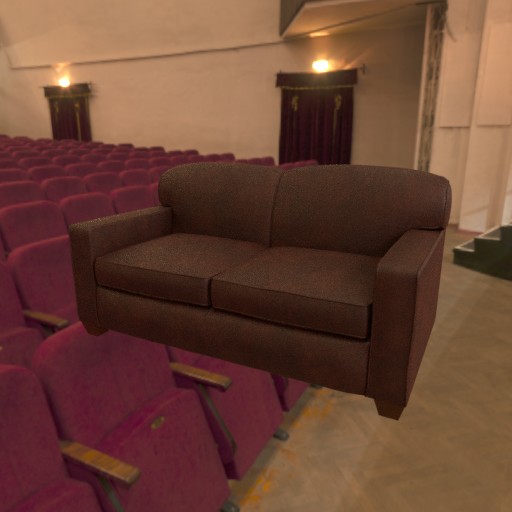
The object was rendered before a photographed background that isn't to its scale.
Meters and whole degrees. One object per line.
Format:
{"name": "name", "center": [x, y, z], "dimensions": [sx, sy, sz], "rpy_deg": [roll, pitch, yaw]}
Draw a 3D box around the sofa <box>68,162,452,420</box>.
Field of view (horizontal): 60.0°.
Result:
{"name": "sofa", "center": [0.000, 0.000, 2.437], "dimensions": [1.856, 0.966, 1.000], "rpy_deg": [8, 17, 27]}
